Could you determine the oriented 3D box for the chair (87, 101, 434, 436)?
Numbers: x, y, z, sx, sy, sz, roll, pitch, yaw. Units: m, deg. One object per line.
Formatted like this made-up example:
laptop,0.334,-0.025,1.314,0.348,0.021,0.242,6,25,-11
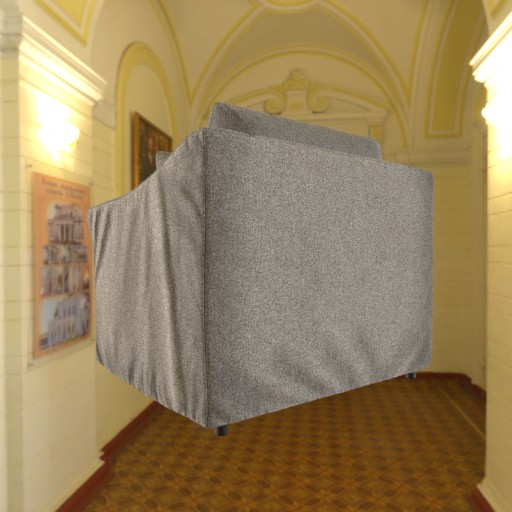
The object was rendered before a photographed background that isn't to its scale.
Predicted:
chair,0.000,0.000,1.996,1.194,1.059,1.071,0,1,-37
